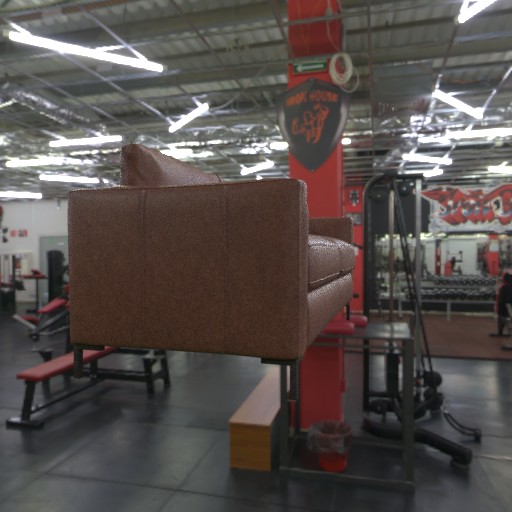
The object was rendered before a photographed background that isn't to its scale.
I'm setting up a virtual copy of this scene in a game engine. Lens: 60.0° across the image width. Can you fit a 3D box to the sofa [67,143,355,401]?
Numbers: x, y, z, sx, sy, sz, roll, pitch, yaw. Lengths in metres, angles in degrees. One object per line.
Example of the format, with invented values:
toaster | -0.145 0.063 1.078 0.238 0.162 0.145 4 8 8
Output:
sofa | 0.000 0.000 2.293 0.899 0.883 1.797 0 1 17
